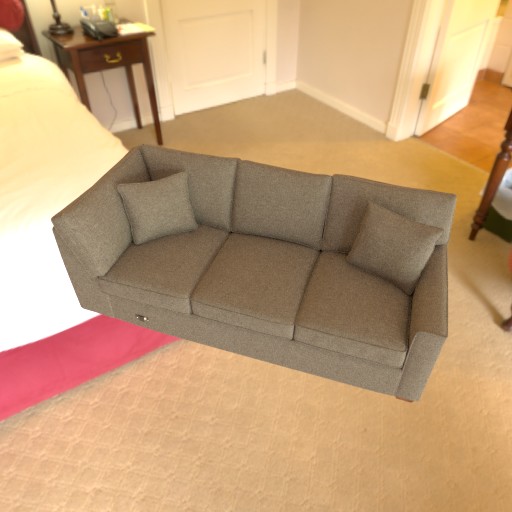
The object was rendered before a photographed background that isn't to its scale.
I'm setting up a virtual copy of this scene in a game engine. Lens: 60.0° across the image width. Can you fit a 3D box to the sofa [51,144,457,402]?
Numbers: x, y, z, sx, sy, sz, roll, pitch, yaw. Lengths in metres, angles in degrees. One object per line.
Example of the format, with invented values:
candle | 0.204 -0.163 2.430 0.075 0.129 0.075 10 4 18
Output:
sofa | 0.000 0.000 2.907 2.317 0.962 1.061 12 42 14
